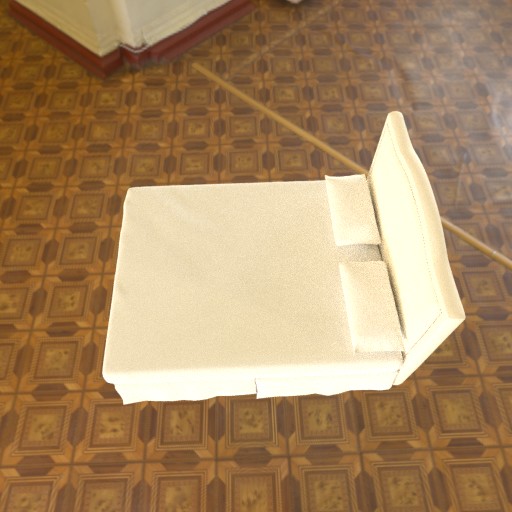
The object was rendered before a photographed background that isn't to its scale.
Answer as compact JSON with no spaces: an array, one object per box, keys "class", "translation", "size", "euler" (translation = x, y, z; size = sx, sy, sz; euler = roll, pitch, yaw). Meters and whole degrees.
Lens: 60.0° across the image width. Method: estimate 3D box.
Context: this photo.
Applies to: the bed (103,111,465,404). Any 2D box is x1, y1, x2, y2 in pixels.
[{"class":"bed","translation":[0.000,0.000,3.423],"size":[2.282,1.436,1.821],"euler":[-2,59,-1]}]
